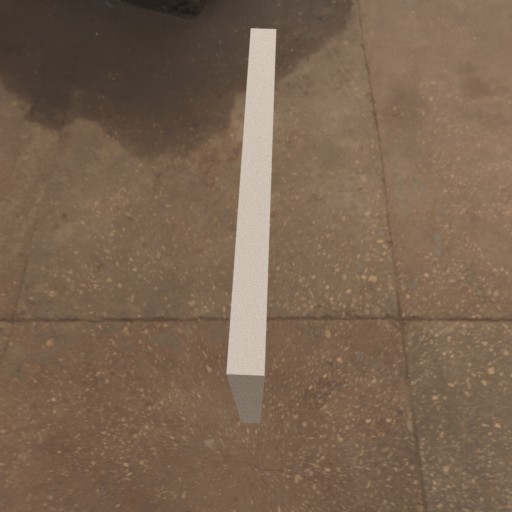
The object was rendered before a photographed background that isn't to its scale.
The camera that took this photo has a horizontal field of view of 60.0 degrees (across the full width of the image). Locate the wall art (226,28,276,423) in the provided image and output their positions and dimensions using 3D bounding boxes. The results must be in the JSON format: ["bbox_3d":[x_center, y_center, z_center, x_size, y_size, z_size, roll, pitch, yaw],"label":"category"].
[{"bbox_3d":[0.000,0.000,1.980,0.098,1.291,1.289,2,64,1],"label":"wall art"}]
